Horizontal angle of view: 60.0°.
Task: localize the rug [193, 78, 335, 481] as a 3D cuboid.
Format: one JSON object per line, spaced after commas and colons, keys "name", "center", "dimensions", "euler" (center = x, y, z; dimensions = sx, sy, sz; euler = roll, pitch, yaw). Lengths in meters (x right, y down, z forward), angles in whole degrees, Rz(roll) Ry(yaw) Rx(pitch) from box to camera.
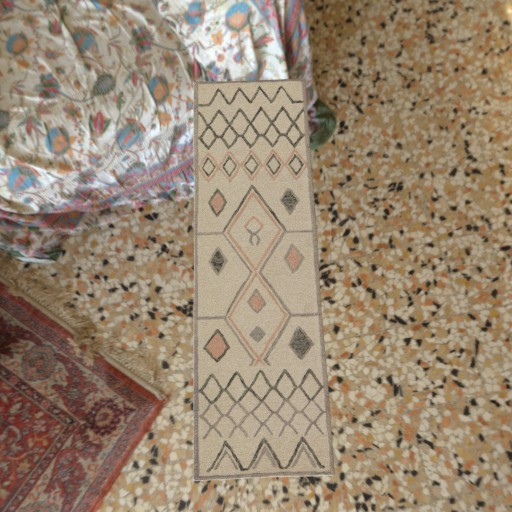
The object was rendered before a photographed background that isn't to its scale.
{"name": "rug", "center": [0.000, 0.000, 2.656], "dimensions": [0.750, 0.011, 2.435], "euler": [-2, 75, -1]}
